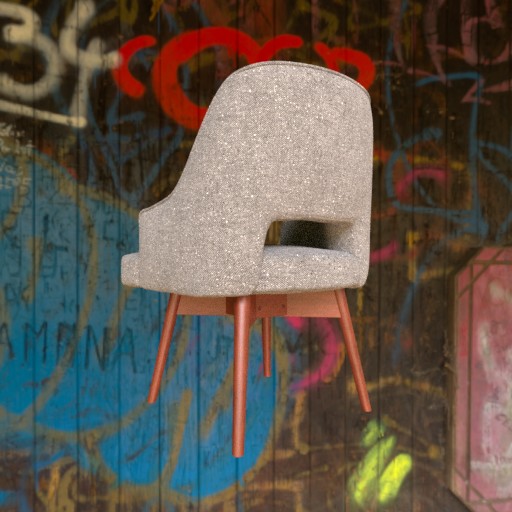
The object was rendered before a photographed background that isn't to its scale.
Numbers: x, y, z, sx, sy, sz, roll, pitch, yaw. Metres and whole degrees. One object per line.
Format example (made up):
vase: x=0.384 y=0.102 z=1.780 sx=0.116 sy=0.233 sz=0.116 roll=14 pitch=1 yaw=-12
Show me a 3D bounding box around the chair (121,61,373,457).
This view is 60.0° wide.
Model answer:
chair: x=0.000 y=0.000 z=1.289 sx=0.608 sy=0.875 sz=0.629 roll=0 pitch=1 yaw=-38
